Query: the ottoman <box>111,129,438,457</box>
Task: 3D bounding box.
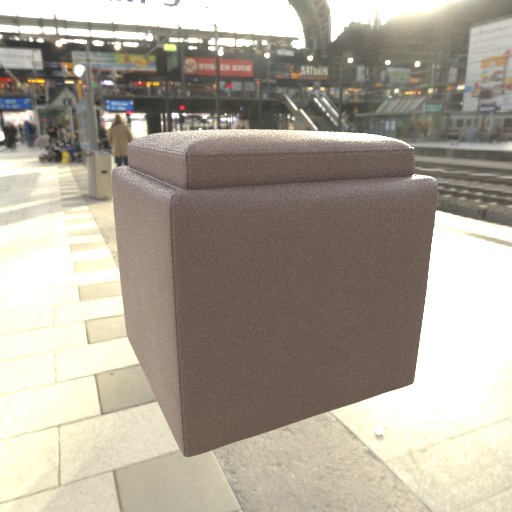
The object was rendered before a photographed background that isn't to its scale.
[{"bbox_3d":[0.000,0.000,0.838,0.450,0.460,0.451,-8,18,-25],"label":"ottoman"}]
